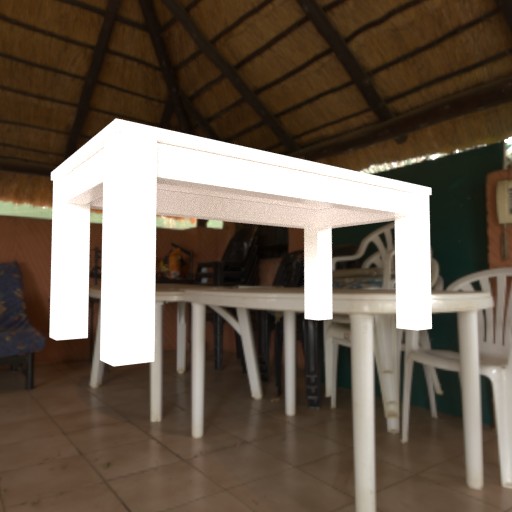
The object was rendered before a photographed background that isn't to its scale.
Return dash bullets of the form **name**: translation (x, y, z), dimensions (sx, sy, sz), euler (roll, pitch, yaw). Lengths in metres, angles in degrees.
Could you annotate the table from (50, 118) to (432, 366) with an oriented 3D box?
- **table**: translation (0.000, 0.000, 2.300), dimensions (1.800, 0.790, 0.900), euler (2, -4, -37)
